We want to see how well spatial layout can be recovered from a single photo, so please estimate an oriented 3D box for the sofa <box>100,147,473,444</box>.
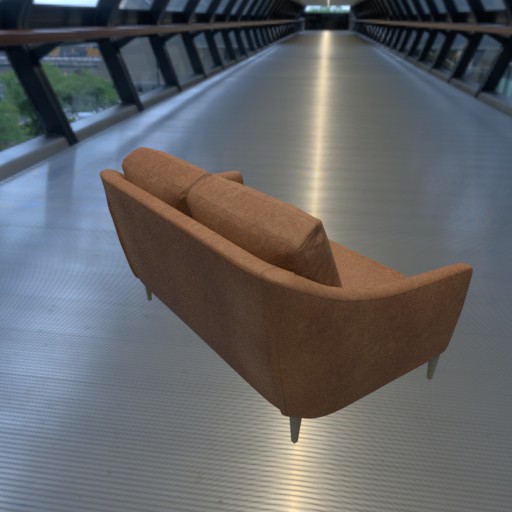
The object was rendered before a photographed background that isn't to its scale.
[{"bbox_3d":[0.000,0.000,2.112,0.960,0.902,1.619,-19,33,-33],"label":"sofa"}]
